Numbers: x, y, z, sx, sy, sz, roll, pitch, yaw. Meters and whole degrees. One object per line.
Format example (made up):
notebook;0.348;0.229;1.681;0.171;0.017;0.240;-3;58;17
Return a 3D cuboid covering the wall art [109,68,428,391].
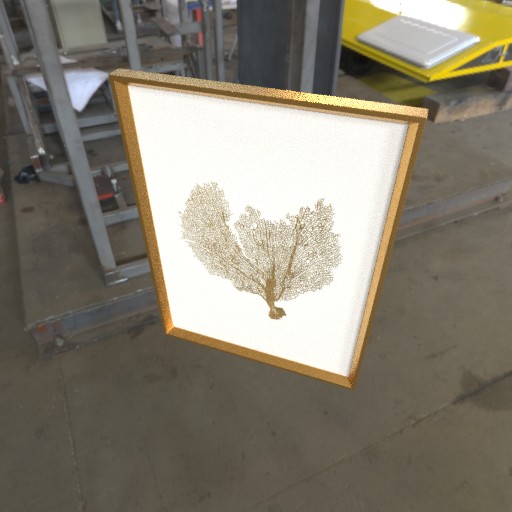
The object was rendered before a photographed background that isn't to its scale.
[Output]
wall art;0.000;0.000;1.085;0.610;0.812;0.038;13;43;15
